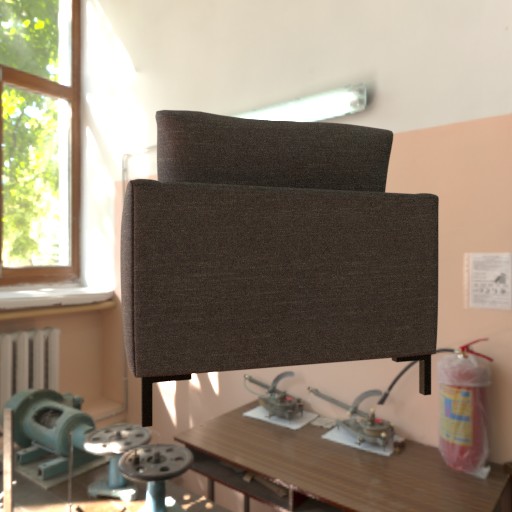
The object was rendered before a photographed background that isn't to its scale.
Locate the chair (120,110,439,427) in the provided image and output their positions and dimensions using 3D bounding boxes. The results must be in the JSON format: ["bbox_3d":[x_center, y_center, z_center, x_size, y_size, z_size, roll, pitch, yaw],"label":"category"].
[{"bbox_3d":[0.000,0.000,1.604,0.940,0.841,0.845,0,0,-18],"label":"chair"}]
